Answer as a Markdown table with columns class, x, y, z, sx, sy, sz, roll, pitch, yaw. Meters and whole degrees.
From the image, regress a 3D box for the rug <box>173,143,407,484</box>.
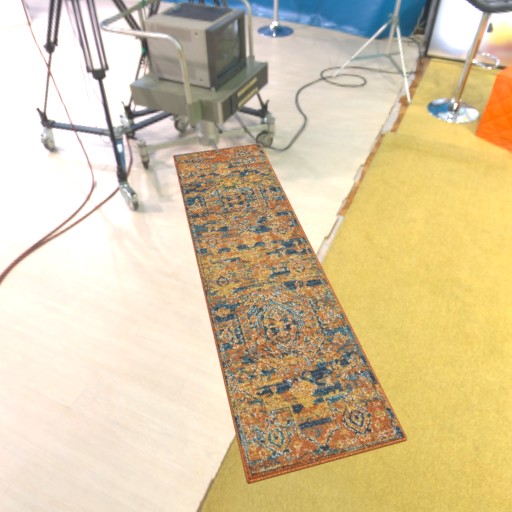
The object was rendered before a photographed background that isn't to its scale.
| class | x | y | z | sx | sy | sz | roll | pitch | yaw |
| --- | --- | --- | --- | --- | --- | --- | --- | --- | --- |
| rug | 0.000 | 0.000 | 2.460 | 0.651 | 0.016 | 2.274 | -10 | 46 | -10 |
